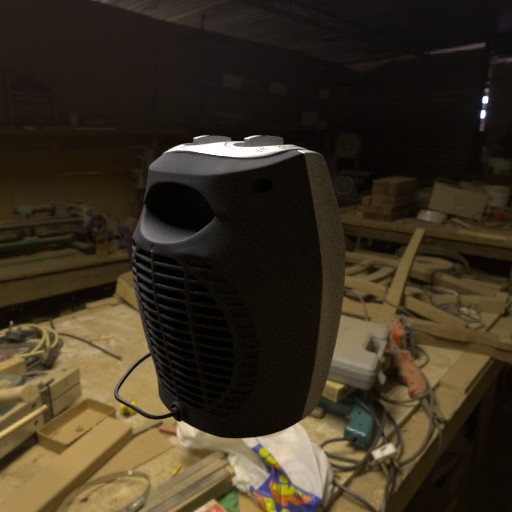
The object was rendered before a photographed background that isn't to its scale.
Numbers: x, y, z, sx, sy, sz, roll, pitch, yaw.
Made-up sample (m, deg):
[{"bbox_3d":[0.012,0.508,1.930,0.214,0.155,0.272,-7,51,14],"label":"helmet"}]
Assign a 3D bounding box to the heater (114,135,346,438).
[{"bbox_3d":[0.000,0.000,0.457,0.239,0.240,0.291,14,20,41],"label":"heater"}]
